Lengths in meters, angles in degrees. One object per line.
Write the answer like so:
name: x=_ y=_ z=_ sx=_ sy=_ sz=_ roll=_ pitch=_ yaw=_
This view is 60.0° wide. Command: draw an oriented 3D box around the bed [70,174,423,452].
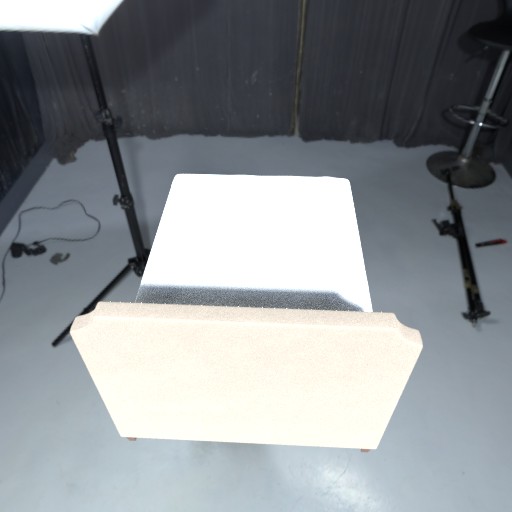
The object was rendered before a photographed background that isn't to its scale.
bed: x=0.000 y=0.000 z=3.335 sx=1.703 sy=1.415 sz=2.329 roll=2 pitch=44 yaw=2
